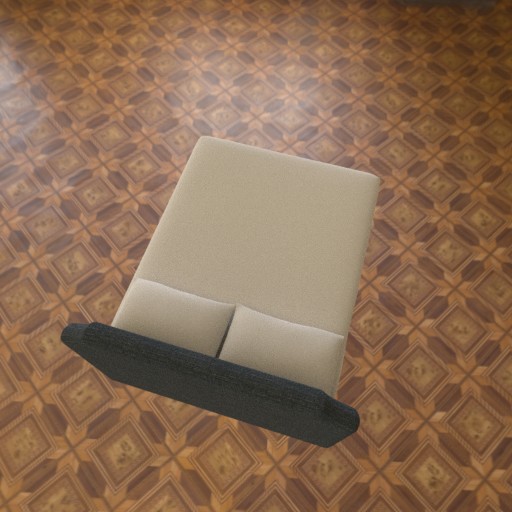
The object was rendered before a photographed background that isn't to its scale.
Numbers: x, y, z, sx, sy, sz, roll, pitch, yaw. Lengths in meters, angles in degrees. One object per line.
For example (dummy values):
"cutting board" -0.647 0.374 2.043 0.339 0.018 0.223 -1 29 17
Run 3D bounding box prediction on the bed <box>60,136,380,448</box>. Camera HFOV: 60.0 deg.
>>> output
"bed" 0.000 0.000 3.389 1.828 1.297 2.208 15 63 8
